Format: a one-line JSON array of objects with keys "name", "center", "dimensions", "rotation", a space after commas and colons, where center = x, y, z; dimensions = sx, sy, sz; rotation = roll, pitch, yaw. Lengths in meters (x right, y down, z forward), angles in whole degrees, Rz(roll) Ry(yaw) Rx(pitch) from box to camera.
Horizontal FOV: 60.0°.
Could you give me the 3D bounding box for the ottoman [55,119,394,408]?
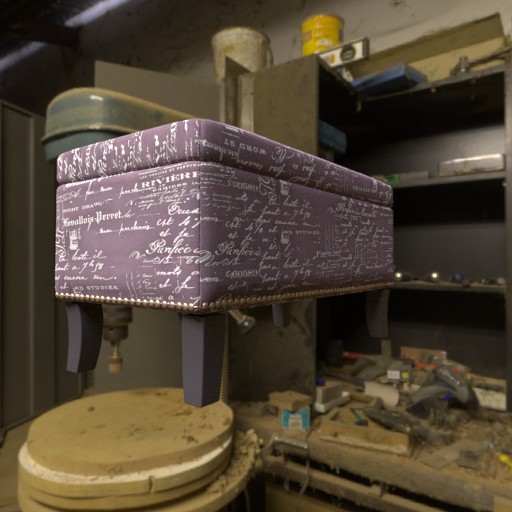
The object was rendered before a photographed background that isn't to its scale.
[{"name": "ottoman", "center": [0.000, 0.000, 1.075], "dimensions": [0.406, 0.457, 0.813], "rotation": [0, -1, 37]}]
